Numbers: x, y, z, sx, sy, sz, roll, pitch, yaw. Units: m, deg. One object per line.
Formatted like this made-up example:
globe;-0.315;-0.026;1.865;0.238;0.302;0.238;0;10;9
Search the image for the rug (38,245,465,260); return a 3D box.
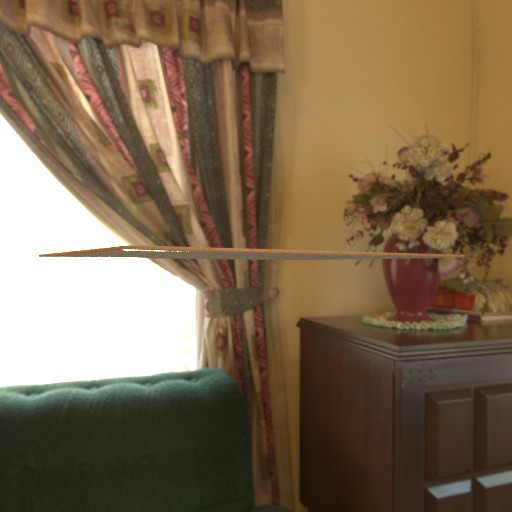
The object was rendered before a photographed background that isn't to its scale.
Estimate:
rug;0.000;0.000;2.275;1.829;0.014;1.219;1;-2;-36
